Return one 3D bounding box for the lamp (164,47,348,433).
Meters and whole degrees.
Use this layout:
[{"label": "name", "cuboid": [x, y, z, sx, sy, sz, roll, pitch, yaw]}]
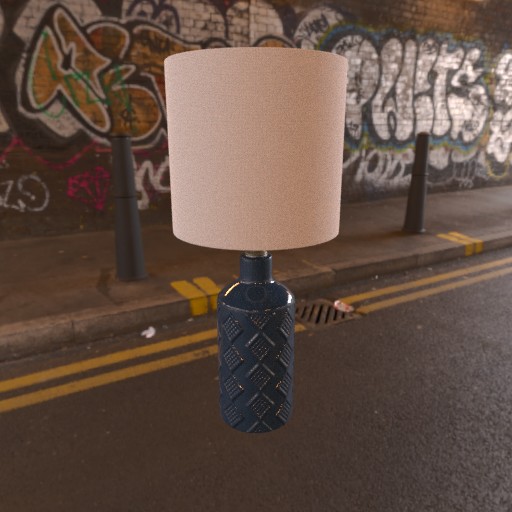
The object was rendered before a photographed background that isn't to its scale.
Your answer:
[{"label": "lamp", "cuboid": [0.000, 0.000, 0.572, 0.207, 0.461, 0.207, 2, 16, 8]}]
